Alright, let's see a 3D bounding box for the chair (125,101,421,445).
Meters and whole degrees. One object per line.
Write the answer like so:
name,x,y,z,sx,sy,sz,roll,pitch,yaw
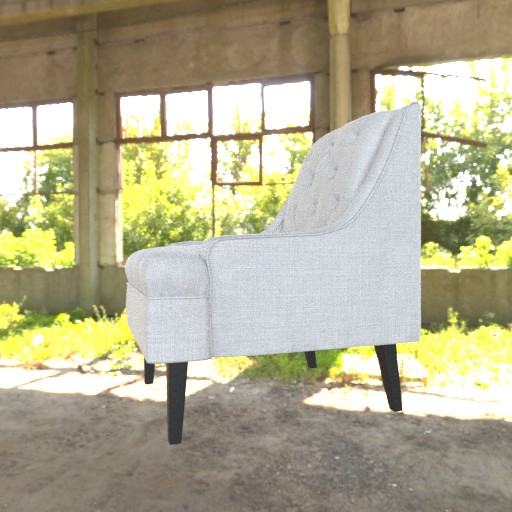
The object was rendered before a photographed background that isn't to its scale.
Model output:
chair,0.000,0.000,1.410,0.772,0.891,0.658,0,0,-20
